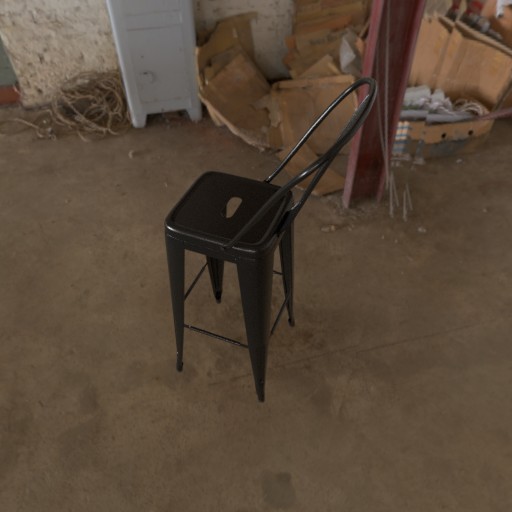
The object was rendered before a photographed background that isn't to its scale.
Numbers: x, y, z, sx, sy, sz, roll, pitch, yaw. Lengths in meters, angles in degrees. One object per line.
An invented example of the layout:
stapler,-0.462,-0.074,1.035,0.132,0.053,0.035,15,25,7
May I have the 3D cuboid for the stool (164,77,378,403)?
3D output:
stool,0.000,0.000,1.357,0.513,1.096,0.399,16,48,15
